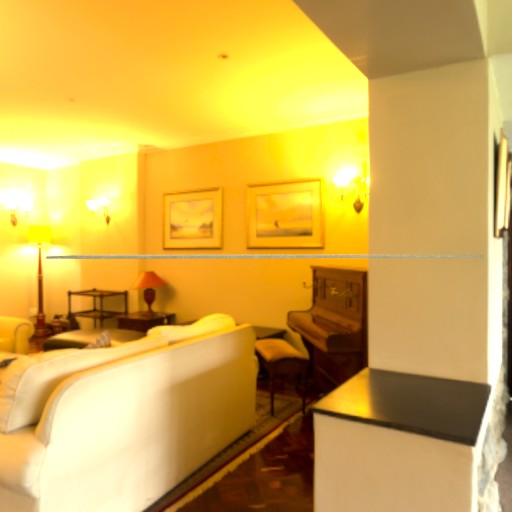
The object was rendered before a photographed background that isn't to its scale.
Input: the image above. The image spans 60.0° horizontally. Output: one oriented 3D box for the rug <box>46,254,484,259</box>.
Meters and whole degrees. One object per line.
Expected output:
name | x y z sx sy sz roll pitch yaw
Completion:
rug | 0.000 0.000 3.047 2.438 0.014 1.524 0 0 -18
